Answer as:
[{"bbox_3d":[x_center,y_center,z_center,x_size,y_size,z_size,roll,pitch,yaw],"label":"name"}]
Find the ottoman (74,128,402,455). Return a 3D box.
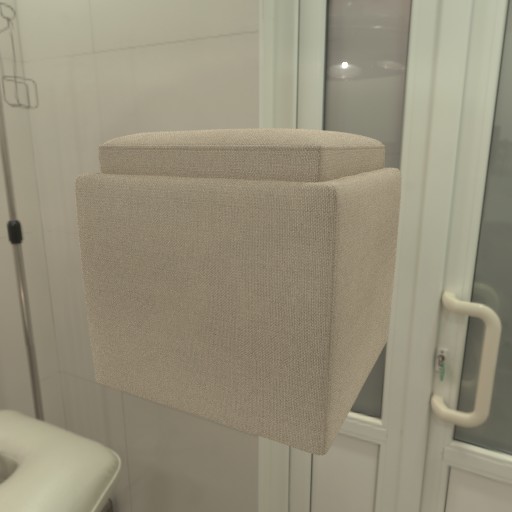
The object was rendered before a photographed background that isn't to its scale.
[{"bbox_3d":[0.000,0.000,0.837,0.450,0.460,0.451,7,16,26],"label":"ottoman"}]
